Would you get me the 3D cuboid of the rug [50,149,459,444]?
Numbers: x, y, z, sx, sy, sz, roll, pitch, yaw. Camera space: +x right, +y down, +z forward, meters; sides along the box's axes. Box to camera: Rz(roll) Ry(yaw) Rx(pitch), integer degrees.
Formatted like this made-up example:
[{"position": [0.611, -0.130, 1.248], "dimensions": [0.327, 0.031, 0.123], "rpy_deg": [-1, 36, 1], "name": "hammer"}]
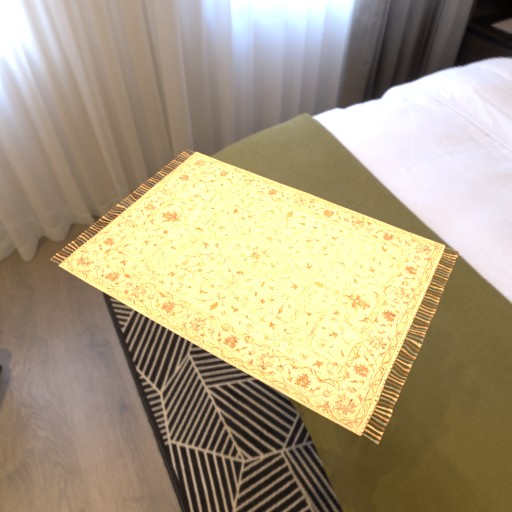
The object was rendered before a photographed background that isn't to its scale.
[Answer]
[{"position": [0.000, 0.000, 2.388], "dimensions": [1.861, 0.017, 1.218], "rpy_deg": [24, 52, 21], "name": "rug"}]
